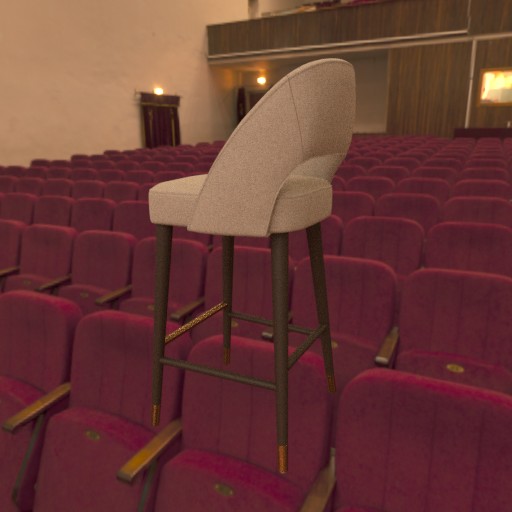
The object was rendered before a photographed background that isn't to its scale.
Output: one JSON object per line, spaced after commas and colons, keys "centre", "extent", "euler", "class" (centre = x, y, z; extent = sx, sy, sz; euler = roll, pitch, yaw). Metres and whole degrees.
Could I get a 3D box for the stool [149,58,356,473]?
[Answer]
{"centre": [0.000, 0.000, 1.314], "extent": [0.509, 1.037, 0.494], "euler": [8, 17, 26], "class": "stool"}
